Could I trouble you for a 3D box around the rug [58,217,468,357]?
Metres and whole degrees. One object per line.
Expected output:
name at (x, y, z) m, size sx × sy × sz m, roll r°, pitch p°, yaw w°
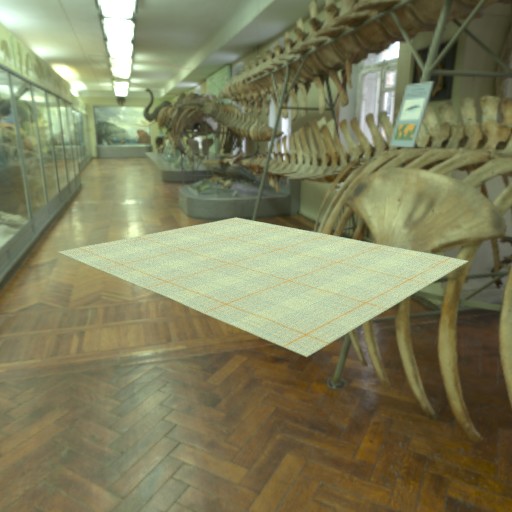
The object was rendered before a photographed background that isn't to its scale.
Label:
rug at (0.000, 0.000, 4.205) m, size 3.051 × 0.021 × 2.448 m, roll 14°, pitch 21°, yaw 41°
